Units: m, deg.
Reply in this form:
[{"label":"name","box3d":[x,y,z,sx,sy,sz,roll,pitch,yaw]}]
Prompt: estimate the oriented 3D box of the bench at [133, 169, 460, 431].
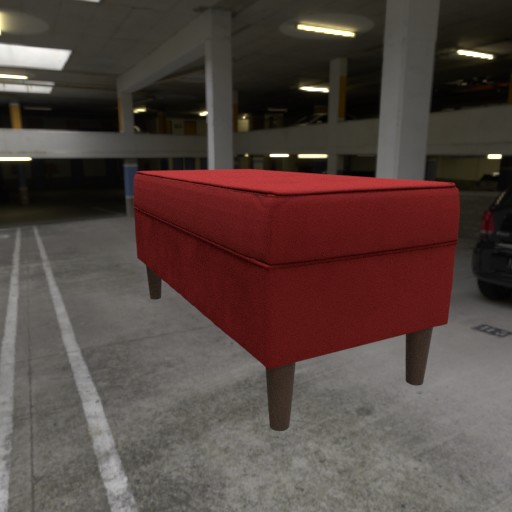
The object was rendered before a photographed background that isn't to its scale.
[{"label":"bench","box3d":[0.000,0.000,1.316,0.492,0.471,1.016,-7,15,-27]}]
